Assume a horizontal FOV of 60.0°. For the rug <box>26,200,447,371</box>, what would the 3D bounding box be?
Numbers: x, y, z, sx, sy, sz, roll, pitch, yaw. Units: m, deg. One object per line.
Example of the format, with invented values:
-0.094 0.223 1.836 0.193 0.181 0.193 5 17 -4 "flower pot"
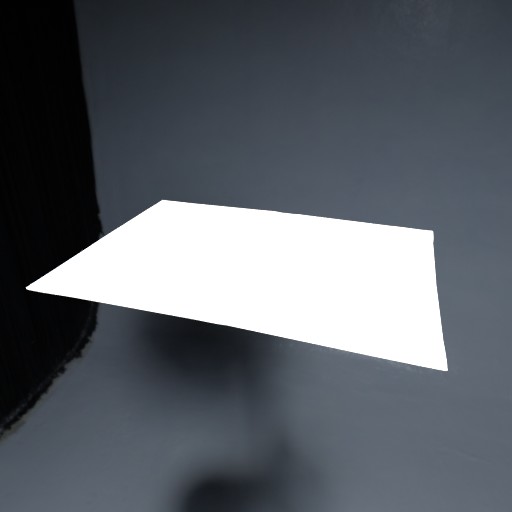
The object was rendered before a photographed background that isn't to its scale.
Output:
0.000 0.000 3.690 2.869 0.038 2.032 8 28 16 "rug"
